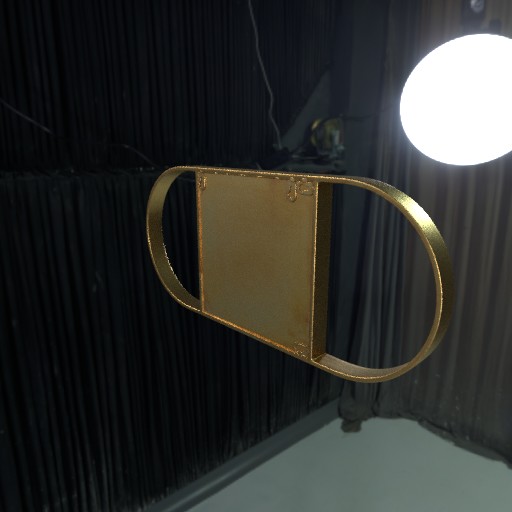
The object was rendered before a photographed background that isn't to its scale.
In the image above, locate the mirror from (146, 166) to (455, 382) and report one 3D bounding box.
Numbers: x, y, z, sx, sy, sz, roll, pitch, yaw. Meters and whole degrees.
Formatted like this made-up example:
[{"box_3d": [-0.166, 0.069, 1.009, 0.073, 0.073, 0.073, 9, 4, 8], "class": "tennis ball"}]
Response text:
[{"box_3d": [0.000, 0.000, 0.671, 0.032, 0.254, 0.584, -14, 20, -42], "class": "mirror"}]
